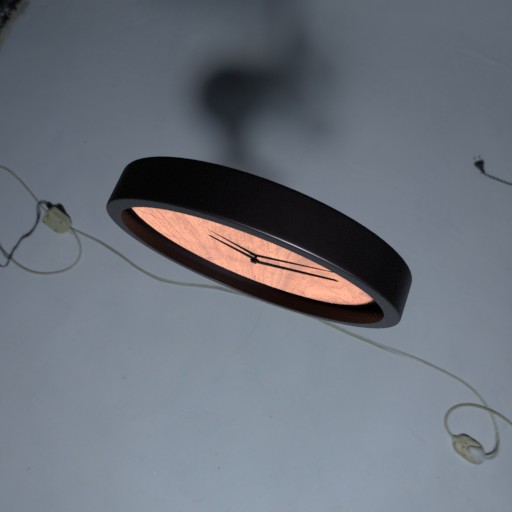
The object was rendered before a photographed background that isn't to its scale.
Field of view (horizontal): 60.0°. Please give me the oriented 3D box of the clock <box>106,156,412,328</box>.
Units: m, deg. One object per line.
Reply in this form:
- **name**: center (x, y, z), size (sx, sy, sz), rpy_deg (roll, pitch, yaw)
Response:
- **clock**: center (0.000, 0.000, 0.469), size (0.314, 0.314, 0.040), rpy_deg (20, 77, 5)
